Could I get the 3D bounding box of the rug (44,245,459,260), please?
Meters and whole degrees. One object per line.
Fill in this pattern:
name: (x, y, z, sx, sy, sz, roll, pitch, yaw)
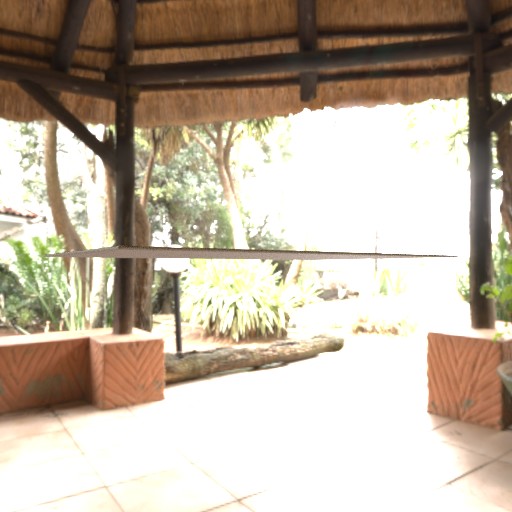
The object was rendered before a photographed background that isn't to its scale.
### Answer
rug: (0.000, 0.000, 2.991, 2.365, 0.017, 1.521, 1, -2, -35)
